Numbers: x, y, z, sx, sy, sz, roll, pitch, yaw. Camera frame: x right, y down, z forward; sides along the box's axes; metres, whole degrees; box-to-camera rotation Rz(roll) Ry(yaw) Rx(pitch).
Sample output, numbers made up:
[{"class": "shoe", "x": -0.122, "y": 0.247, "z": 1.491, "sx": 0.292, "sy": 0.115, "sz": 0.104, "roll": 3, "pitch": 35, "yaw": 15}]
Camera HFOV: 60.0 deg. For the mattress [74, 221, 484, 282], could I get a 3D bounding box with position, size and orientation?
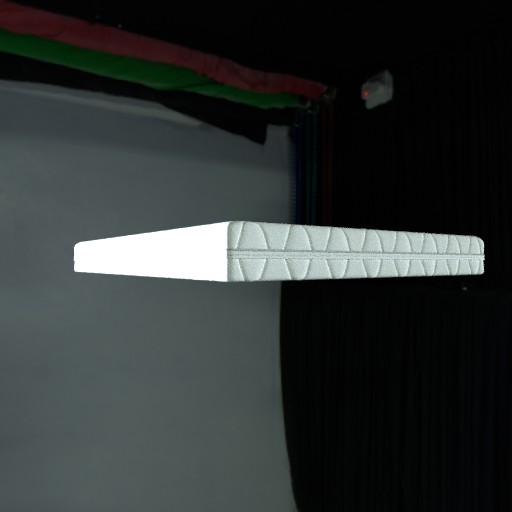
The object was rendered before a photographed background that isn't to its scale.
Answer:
[{"class": "mattress", "x": 0.000, "y": 0.000, "z": 2.624, "sx": 1.600, "sy": 0.200, "sz": 1.900, "roll": 1, "pitch": -1, "yaw": -36}]
